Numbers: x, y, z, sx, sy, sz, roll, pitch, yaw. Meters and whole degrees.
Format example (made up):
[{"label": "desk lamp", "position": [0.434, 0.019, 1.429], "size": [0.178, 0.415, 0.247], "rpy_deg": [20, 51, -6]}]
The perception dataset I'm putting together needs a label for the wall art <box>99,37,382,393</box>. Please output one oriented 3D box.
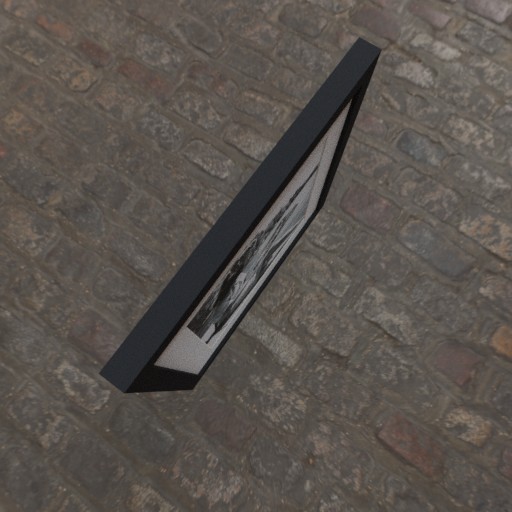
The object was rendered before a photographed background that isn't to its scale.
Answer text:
[{"label": "wall art", "position": [0.000, 0.000, 0.679], "size": [0.030, 0.458, 0.462], "rpy_deg": [34, 76, 9]}]
